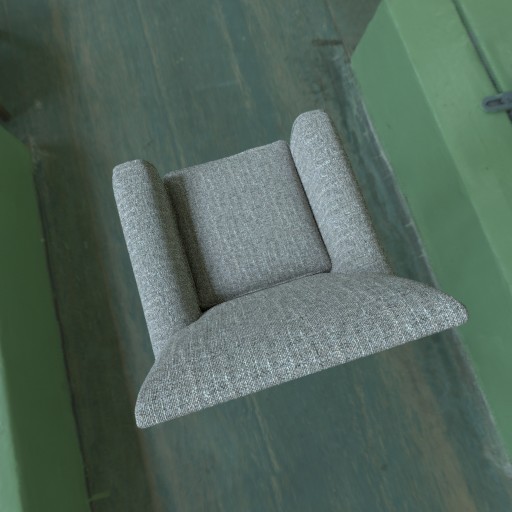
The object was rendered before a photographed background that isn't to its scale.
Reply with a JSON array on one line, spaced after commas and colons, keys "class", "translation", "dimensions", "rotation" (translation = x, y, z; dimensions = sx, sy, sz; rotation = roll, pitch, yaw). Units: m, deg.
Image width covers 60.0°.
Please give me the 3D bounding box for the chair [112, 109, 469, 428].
[{"class": "chair", "translation": [0.000, 0.000, 1.617], "dimensions": [0.864, 0.928, 0.873], "rotation": [-17, 76, -4]}]
